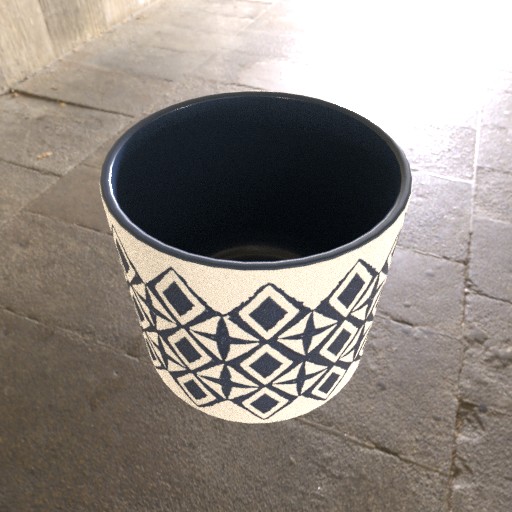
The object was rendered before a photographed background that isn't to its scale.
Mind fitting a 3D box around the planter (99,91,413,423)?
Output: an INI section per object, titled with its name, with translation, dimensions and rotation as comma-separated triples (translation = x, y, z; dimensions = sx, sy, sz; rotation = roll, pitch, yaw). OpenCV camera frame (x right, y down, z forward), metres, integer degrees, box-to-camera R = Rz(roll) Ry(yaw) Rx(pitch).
[planter]
translation = 0.000, 0.000, 0.280
dimensions = 0.159, 0.144, 0.159
rotation = 0, 45, 0
